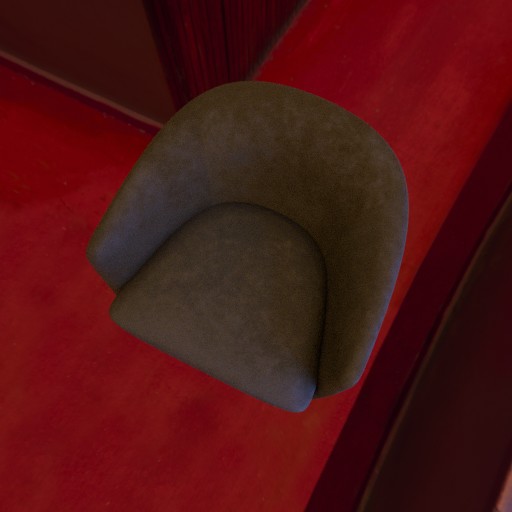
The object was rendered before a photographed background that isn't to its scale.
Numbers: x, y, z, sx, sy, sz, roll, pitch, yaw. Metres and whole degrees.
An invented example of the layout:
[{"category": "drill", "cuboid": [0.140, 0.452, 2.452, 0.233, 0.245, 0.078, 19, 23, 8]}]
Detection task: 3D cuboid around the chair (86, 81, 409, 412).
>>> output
[{"category": "chair", "cuboid": [0.000, 0.000, 1.379, 0.773, 0.698, 0.767, 25, 77, 6]}]
